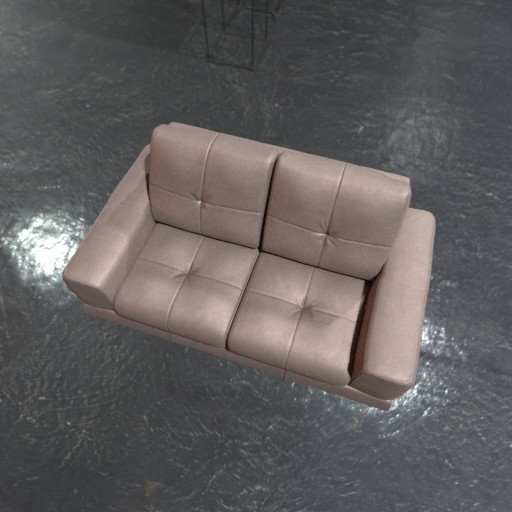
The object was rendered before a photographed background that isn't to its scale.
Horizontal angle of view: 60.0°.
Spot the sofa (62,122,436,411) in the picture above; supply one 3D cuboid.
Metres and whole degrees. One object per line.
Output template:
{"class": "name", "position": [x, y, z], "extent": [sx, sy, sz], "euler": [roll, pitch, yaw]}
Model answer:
{"class": "sofa", "position": [0.000, 0.000, 2.399], "extent": [1.806, 0.907, 1.018], "euler": [16, 59, 10]}
